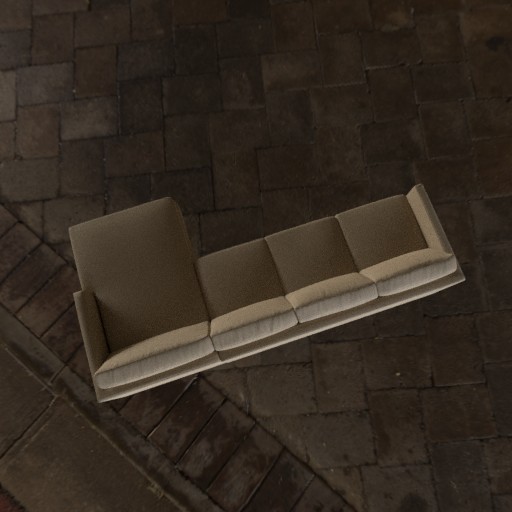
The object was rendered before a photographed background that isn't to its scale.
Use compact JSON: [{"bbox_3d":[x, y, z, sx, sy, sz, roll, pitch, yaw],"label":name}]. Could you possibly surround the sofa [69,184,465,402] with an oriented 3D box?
[{"bbox_3d":[0.000,0.000,4.023,3.206,0.871,1.622,-18,77,-4],"label":"sofa"}]
